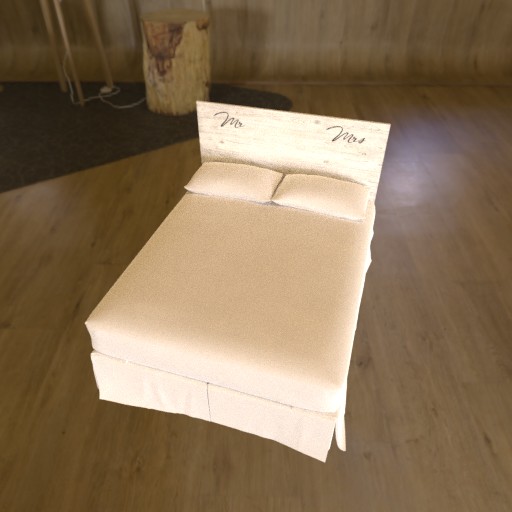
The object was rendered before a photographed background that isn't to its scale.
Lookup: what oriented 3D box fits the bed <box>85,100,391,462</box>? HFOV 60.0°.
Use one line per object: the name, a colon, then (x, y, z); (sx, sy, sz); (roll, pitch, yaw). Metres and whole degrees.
bed: (0.000, 0.000, 3.238); (1.745, 1.335, 2.094); (11, 42, 13)
